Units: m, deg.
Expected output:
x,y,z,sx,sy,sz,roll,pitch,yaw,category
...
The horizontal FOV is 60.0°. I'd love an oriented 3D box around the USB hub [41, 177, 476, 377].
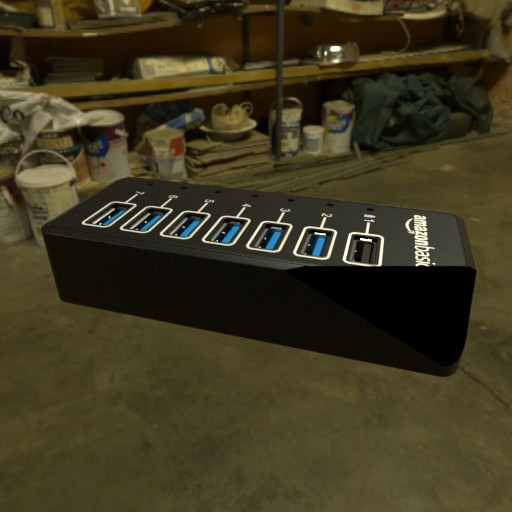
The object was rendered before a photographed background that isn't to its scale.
x,y,z,sx,sy,sz,roll,pitch,yaw,category
0.000,0.000,0.127,0.110,0.023,0.044,9,31,14,USB hub
